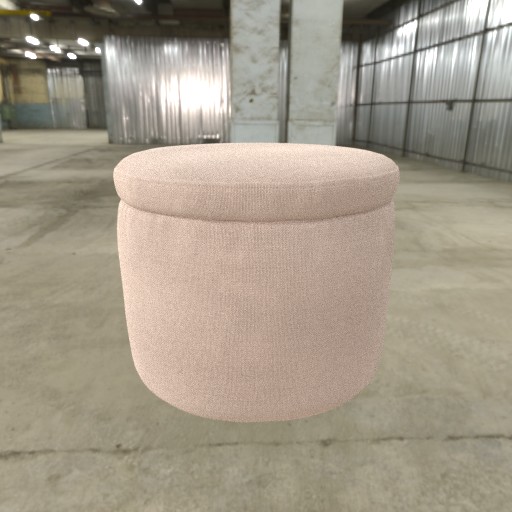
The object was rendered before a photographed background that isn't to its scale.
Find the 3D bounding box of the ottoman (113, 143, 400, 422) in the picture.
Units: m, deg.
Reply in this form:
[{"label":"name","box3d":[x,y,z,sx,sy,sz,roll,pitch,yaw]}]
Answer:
[{"label":"ottoman","box3d":[0.000,0.000,0.846,0.497,0.409,0.497,0,18,0]}]
